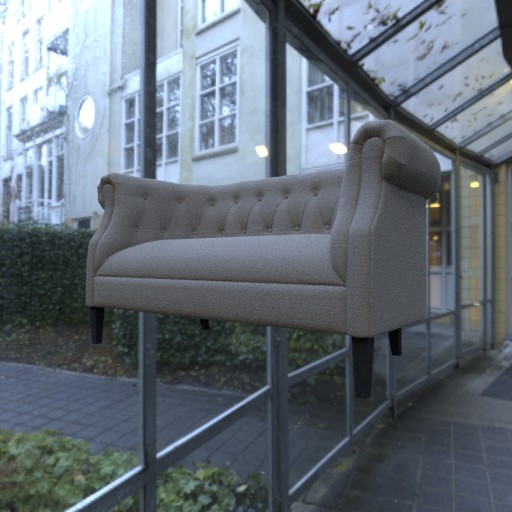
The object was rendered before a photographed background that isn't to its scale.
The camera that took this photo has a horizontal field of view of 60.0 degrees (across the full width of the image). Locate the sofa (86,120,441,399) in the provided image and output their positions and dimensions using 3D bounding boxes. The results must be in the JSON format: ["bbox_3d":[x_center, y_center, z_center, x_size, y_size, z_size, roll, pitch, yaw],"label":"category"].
[{"bbox_3d":[0.000,0.000,1.983,1.558,0.827,0.835,0,-1,38],"label":"sofa"}]
